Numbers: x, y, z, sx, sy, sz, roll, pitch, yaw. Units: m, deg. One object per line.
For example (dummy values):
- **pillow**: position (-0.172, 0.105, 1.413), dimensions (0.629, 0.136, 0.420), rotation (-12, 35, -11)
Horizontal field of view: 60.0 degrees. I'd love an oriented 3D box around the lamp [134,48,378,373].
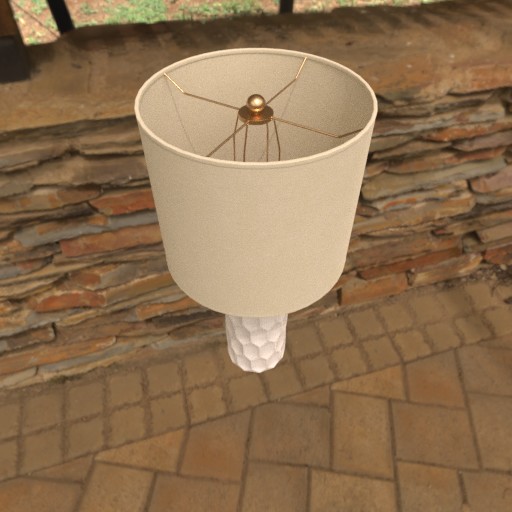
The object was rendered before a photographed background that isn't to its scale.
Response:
- **lamp**: position (0.000, 0.000, 0.706), dimensions (0.277, 0.537, 0.277), rotation (-16, 48, -15)
